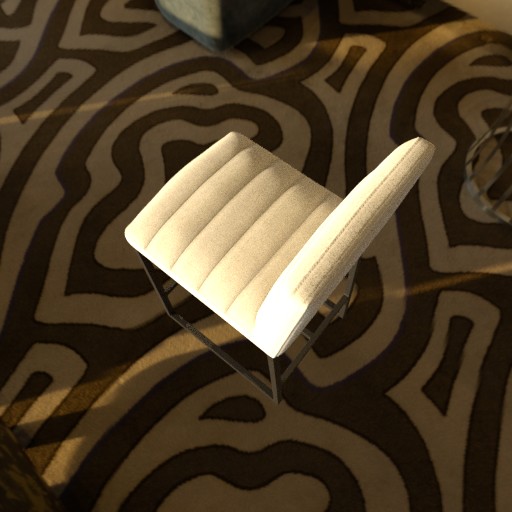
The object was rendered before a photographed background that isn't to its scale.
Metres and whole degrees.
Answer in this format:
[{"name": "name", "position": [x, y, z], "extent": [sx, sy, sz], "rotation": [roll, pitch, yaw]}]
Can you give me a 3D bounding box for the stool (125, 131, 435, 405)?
[{"name": "stool", "position": [0.000, 0.000, 1.283], "extent": [0.567, 0.971, 0.459], "rotation": [35, 68, 17]}]
